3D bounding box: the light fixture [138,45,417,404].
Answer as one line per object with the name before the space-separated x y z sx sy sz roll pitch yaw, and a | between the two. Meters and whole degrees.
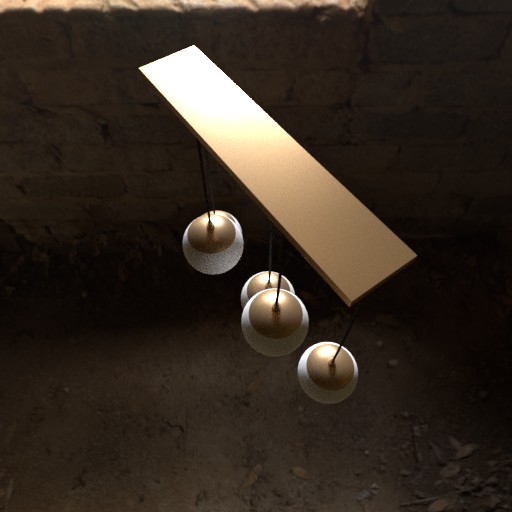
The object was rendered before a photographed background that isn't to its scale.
light fixture | 0.000 0.000 1.297 0.299 0.869 0.863 -31 63 -18
